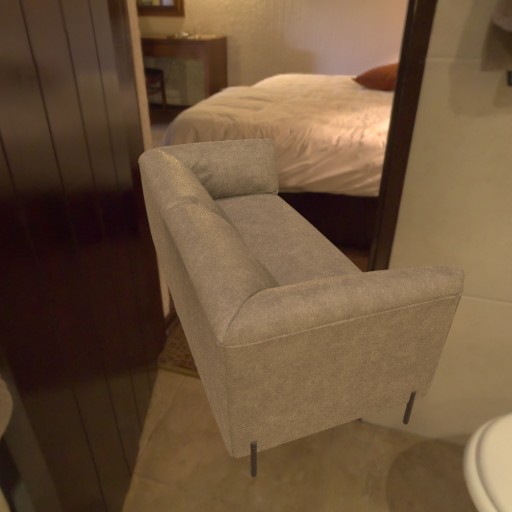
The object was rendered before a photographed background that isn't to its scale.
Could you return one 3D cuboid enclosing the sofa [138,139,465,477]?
[{"bbox_3d":[0.000,0.000,2.300,0.905,0.747,1.878,-10,32,-17],"label":"sofa"}]
